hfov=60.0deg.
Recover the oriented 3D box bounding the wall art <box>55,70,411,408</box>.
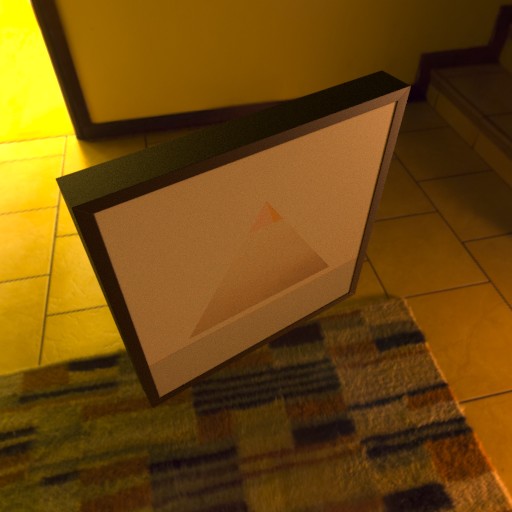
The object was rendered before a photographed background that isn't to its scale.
[{"bbox_3d":[0.000,0.000,0.461,0.304,0.303,0.037,-25,52,-21],"label":"wall art"}]
